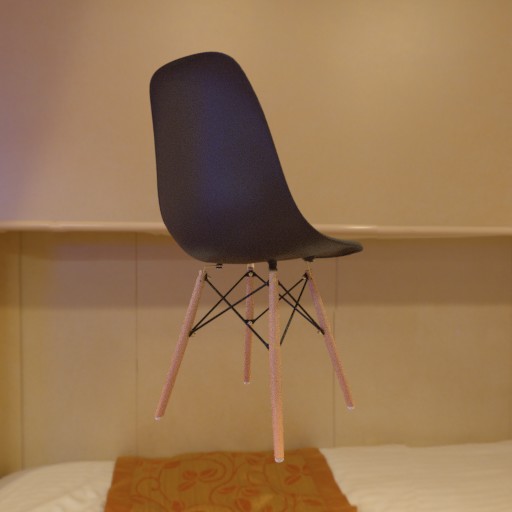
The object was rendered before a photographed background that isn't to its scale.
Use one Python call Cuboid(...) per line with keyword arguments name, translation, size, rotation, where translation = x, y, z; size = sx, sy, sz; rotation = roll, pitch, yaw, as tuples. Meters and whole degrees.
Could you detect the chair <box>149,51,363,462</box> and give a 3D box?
Cuboid(name="chair", translation=(0.000, 0.000, 1.136), size=(0.470, 0.825, 0.533), rotation=(1, 2, 36))
